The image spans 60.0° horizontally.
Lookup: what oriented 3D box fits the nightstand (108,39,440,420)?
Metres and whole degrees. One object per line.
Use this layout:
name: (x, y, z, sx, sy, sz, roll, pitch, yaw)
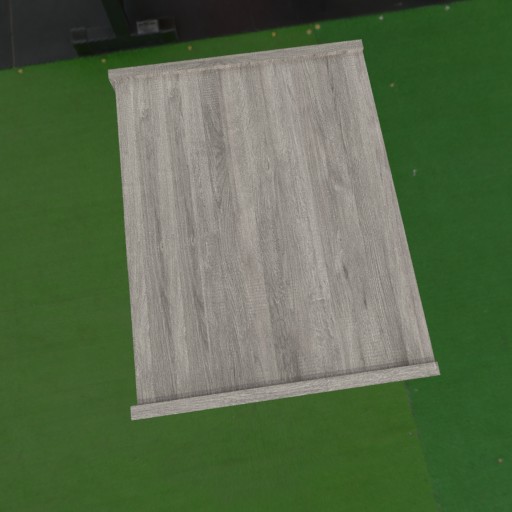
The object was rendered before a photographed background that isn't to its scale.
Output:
nightstand: (0.000, 0.000, 0.827, 0.380, 0.500, 0.480, -8, 76, -2)
